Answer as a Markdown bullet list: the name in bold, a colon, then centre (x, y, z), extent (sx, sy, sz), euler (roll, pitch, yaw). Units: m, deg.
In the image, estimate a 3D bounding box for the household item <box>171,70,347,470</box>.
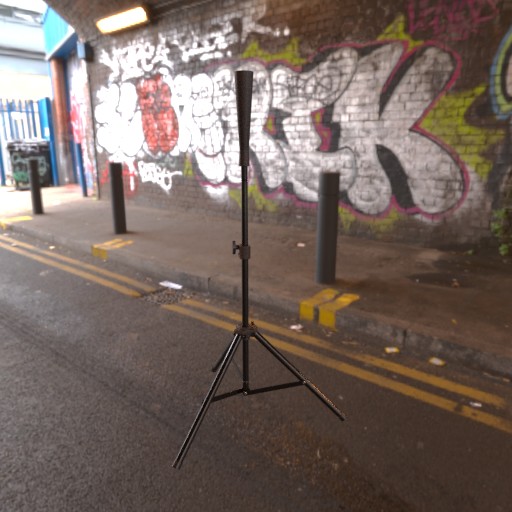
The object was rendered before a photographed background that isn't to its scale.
- **household item**: centre (0.000, 0.000, 1.393), extent (0.559, 1.067, 0.559), euler (-2, 14, -9)
